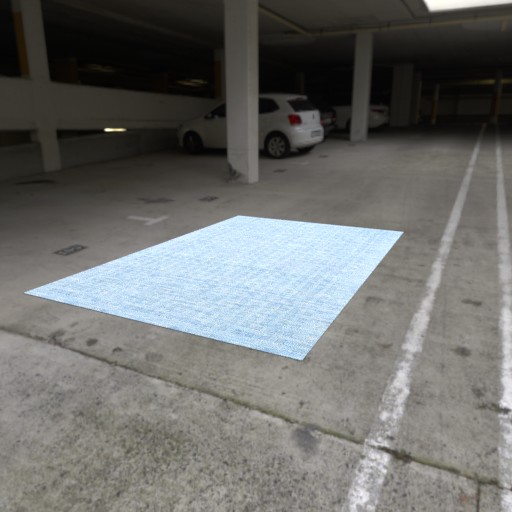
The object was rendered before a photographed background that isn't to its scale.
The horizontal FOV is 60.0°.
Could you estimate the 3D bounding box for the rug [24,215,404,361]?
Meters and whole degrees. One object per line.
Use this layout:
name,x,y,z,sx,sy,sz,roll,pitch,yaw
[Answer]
rug,0.000,0.000,2.925,1.522,0.006,2.286,8,18,25
